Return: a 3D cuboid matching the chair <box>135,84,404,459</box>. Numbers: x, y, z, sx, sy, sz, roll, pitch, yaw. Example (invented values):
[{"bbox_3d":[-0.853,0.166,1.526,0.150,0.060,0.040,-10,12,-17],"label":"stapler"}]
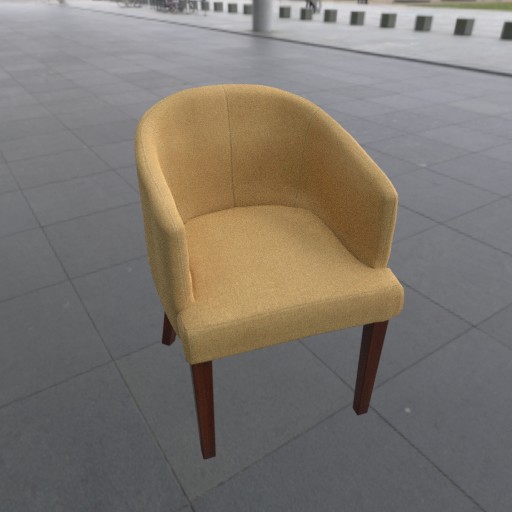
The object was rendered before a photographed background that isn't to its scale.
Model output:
[{"bbox_3d":[0.000,0.000,1.246,0.583,0.811,0.655,-10,33,-16],"label":"chair"}]
